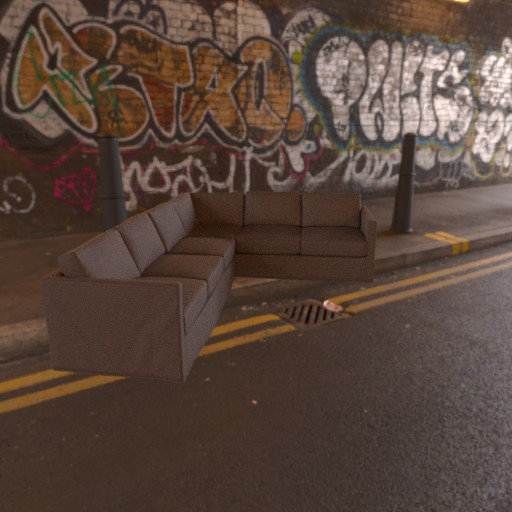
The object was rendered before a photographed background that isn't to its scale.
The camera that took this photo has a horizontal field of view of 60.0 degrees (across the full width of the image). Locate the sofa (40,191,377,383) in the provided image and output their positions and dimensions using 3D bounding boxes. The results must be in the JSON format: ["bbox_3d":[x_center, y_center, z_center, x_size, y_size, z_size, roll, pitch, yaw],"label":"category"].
[{"bbox_3d":[0.000,0.000,4.274,2.432,0.871,3.182,2,16,6],"label":"sofa"}]
